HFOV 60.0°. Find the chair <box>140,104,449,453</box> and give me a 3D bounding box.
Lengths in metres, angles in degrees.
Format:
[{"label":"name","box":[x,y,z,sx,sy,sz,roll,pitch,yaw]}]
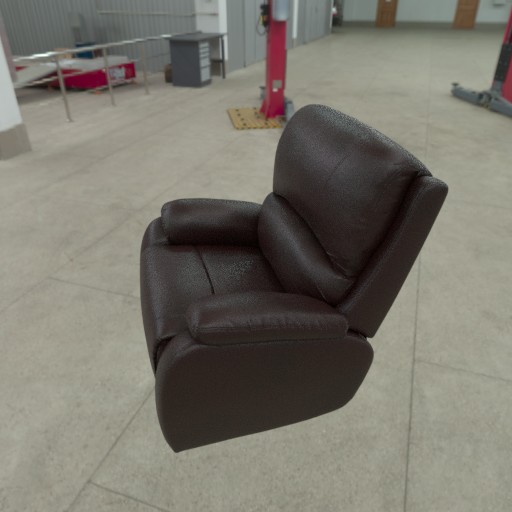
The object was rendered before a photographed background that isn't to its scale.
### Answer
[{"label":"chair","box":[0.000,0.000,1.695,0.899,1.011,0.930,-8,32,-14]}]
